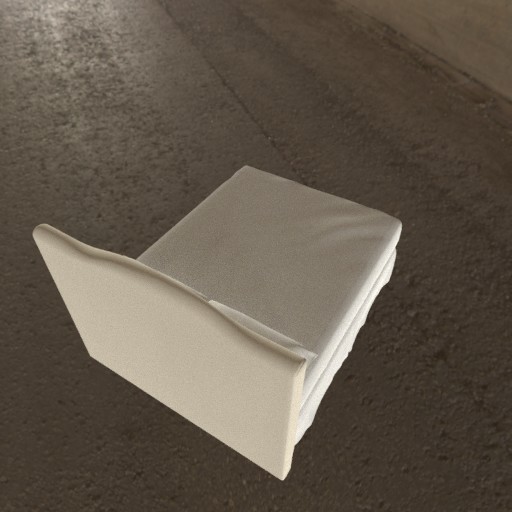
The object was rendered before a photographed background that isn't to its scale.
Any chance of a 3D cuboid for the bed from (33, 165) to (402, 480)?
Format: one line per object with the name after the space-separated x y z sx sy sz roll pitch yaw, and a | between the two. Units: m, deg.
0.000 0.000 3.305 1.753 1.460 2.143 24 50 22 | bed
